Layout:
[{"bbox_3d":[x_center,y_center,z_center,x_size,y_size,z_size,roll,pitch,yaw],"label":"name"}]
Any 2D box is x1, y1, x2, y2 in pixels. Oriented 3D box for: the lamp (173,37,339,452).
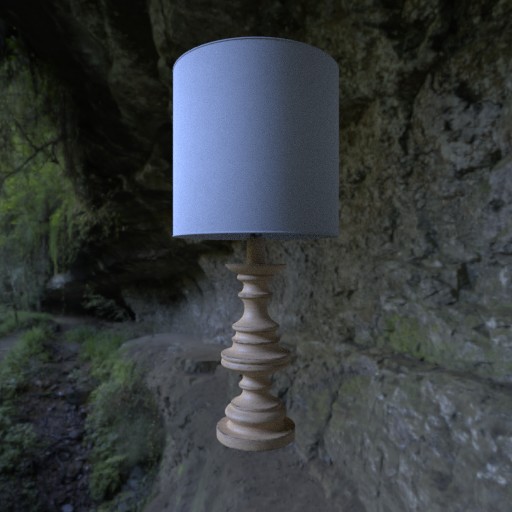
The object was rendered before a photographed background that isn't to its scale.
[{"bbox_3d":[0.000,0.000,0.565,0.208,0.455,0.208,0,0,18],"label":"lamp"}]
